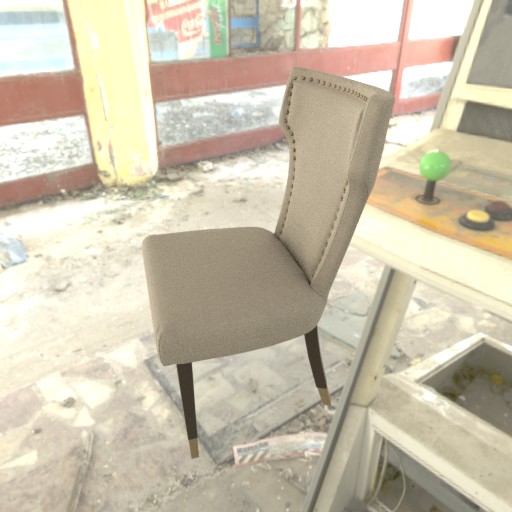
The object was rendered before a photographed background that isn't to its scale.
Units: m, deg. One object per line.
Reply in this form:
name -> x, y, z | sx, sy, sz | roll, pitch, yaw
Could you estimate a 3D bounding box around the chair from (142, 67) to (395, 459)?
chair -> 0.000, 0.000, 1.285 | 0.630, 0.950, 0.526 | -8, 31, -14
